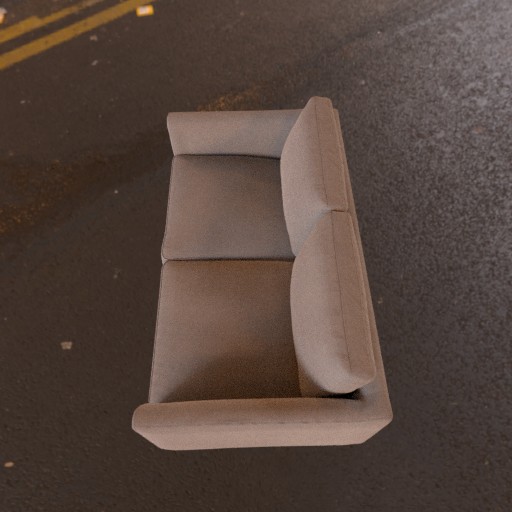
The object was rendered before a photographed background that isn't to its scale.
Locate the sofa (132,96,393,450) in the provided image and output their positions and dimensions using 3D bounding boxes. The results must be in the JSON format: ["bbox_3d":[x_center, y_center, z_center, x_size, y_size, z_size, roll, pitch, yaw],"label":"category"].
[{"bbox_3d":[0.000,0.000,2.491,1.091,0.839,1.905,-1,58,-1],"label":"sofa"}]
